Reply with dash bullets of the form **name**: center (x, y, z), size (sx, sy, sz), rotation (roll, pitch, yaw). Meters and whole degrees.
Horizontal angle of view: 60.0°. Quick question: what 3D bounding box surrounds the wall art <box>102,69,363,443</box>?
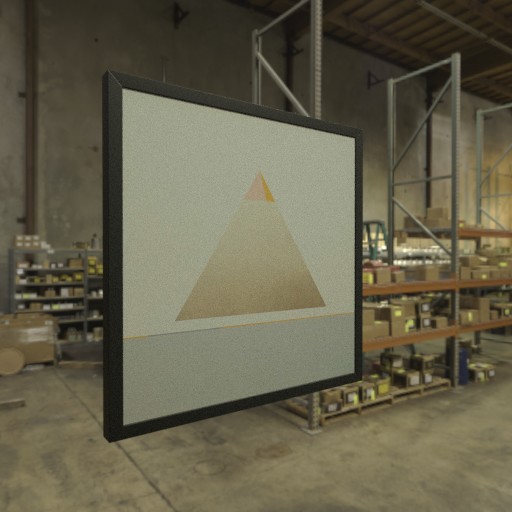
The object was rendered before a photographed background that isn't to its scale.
- **wall art**: center (0.000, 0.000, 1.147), size (0.769, 0.766, 0.042), rotation (0, 1, -35)
